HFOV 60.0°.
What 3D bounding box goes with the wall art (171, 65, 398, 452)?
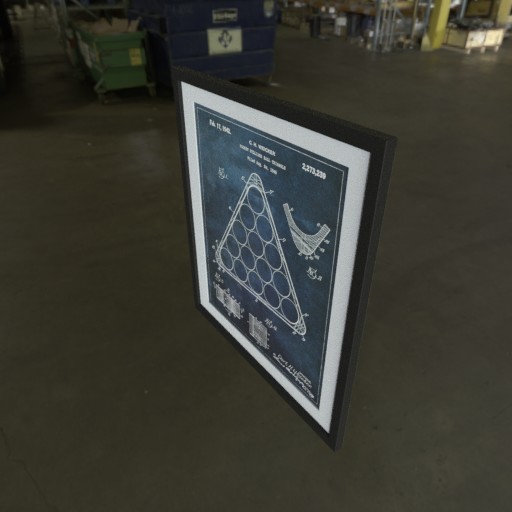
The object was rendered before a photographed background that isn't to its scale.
[{"bbox_3d":[0.000,0.000,1.218,0.028,0.863,0.755,-22,39,-30],"label":"wall art"}]
